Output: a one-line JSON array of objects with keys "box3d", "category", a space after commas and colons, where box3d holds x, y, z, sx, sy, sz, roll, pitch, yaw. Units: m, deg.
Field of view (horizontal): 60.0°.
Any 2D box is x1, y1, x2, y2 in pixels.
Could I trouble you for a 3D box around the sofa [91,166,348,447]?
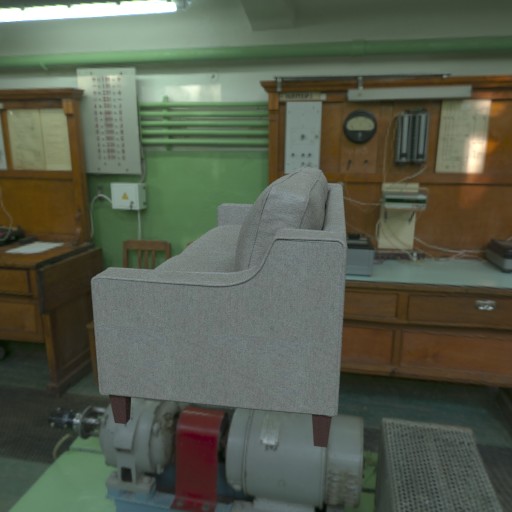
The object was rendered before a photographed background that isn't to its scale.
[{"box3d": [0.000, 0.000, 2.801, 1.073, 1.074, 2.181, 2, 15, 9], "category": "sofa"}]
